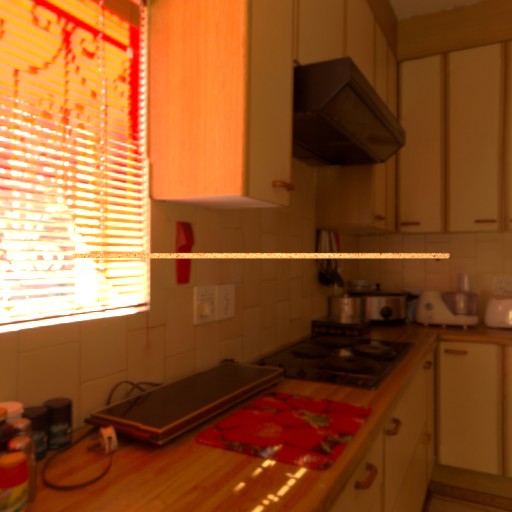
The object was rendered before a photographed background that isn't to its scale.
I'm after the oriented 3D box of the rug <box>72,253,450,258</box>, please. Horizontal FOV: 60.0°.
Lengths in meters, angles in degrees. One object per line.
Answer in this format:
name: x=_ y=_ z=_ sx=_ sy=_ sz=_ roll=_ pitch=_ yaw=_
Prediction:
rug: x=0.000 y=0.000 z=3.419 sx=1.801 sy=0.024 sz=2.700 roll=0 pitch=0 yaw=-2
